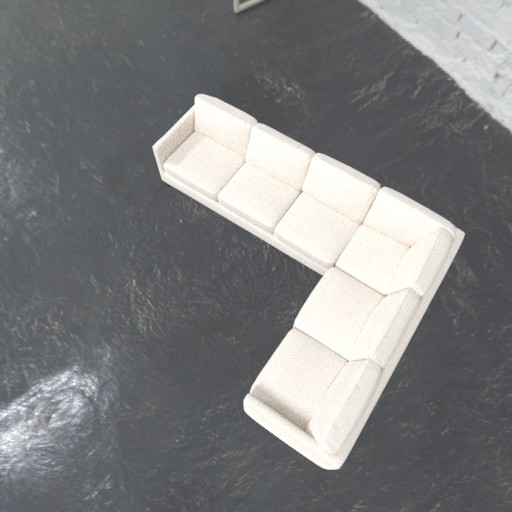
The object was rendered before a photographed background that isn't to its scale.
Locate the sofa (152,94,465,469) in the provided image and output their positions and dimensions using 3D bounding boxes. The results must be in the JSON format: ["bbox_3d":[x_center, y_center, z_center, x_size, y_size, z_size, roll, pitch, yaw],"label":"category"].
[{"bbox_3d":[0.000,0.000,4.507,3.302,0.947,2.593,31,68,15],"label":"sofa"}]
